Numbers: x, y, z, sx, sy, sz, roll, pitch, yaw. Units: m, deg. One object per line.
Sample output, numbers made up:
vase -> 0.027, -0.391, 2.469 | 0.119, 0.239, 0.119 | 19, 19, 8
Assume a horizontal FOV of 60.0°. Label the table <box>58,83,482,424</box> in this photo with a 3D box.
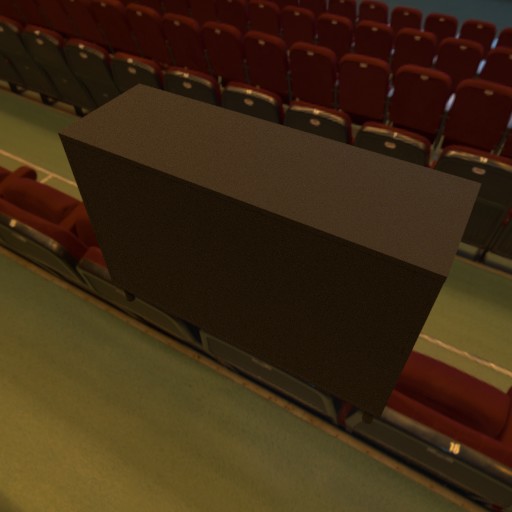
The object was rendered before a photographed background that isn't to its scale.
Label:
table -> 0.000, 0.000, 1.608 | 1.200, 0.855, 0.400 | 23, 50, 20
